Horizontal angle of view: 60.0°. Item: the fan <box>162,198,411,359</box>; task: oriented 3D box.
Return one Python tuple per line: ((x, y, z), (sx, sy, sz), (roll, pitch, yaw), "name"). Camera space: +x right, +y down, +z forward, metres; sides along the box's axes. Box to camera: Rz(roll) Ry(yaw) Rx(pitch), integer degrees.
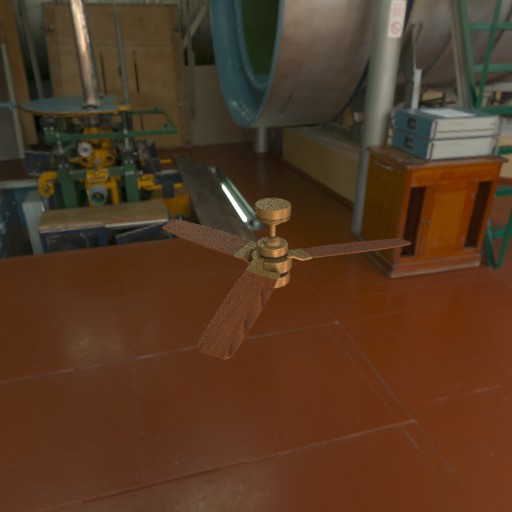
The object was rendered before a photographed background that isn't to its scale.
((0.000, 0.000, 2.109), (1.416, 0.425, 1.271), (9, 28, 16), "fan")
